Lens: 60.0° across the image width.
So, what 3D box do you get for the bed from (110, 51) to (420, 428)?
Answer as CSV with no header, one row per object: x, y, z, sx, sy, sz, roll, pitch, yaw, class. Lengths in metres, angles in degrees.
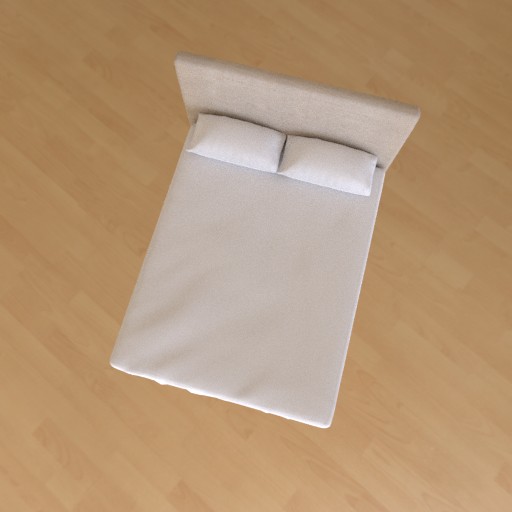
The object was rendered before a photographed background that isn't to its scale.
0.000,0.000,3.243,1.713,1.330,2.162,15,76,4,bed
